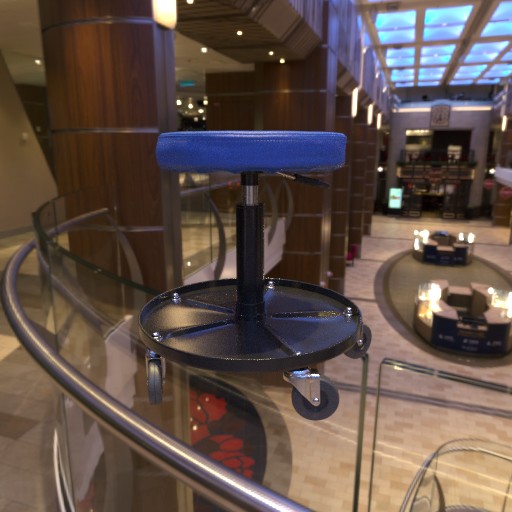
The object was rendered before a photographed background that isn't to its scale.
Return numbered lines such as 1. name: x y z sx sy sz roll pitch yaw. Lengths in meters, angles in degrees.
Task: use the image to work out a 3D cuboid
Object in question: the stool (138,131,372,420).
1. stool: 0.000 0.000 0.685 0.382 0.365 0.381 -7 16 -26
